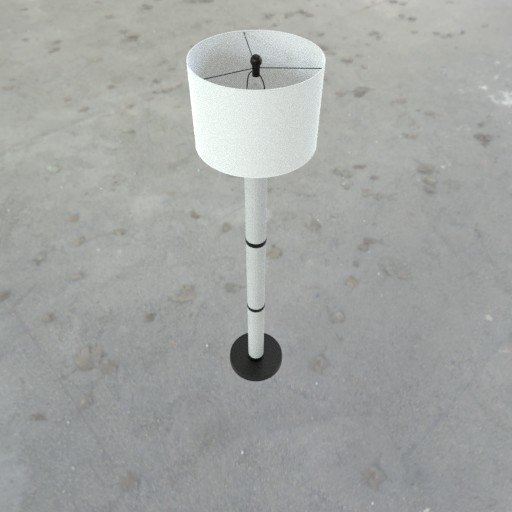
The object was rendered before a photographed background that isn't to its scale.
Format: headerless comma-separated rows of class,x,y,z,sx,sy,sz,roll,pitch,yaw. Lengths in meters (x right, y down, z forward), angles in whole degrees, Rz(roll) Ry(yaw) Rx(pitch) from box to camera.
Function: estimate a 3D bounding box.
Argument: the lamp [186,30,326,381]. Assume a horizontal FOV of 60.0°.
lamp,0.000,0.000,1.779,0.377,1.599,0.377,-33,55,-27
